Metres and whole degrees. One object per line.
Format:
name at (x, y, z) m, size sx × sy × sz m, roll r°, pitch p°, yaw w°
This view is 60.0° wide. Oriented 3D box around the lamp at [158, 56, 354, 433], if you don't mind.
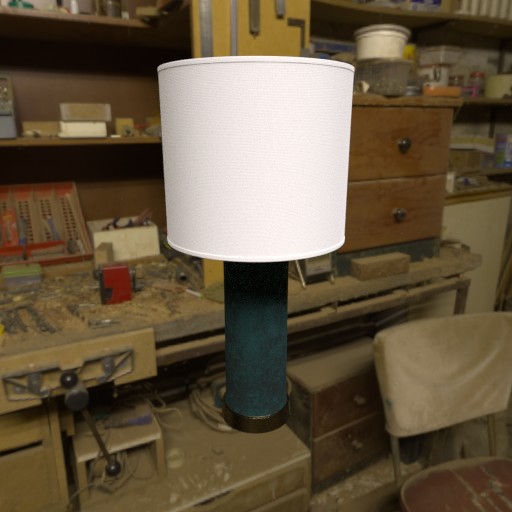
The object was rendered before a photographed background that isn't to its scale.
lamp at (0.000, 0.000, 0.776) m, size 0.301 × 0.630 × 0.301 m, roll -8°, pitch 18°, yaw -25°
